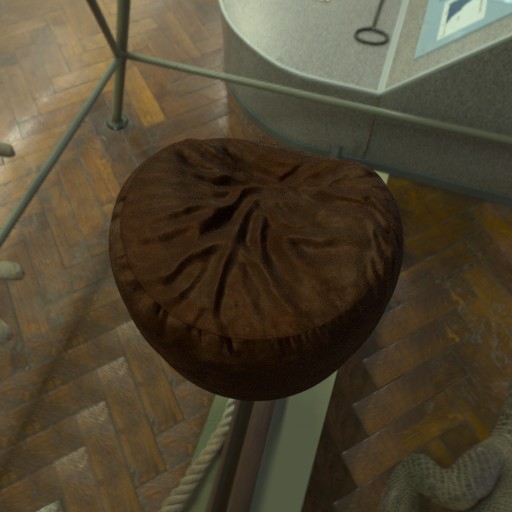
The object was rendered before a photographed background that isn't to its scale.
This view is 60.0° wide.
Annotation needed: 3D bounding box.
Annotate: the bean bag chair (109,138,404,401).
[{"bbox_3d":[0.000,0.000,1.528,0.918,0.616,0.918,0,63,0],"label":"bean bag chair"}]
